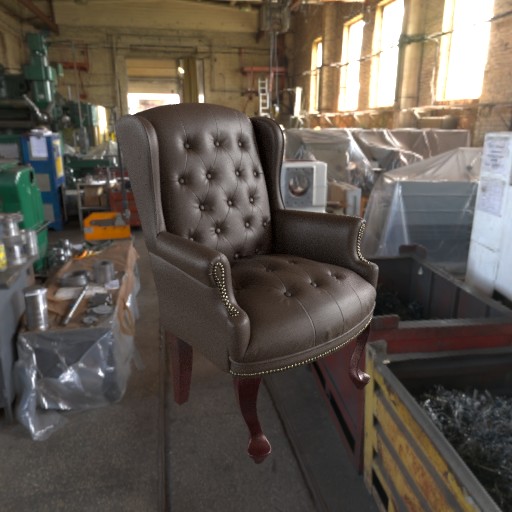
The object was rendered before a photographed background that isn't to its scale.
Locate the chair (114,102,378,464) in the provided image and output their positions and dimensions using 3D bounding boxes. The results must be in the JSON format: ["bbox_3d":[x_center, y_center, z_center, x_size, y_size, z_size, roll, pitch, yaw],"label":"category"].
[{"bbox_3d":[0.000,0.000,1.691,0.829,1.132,0.819,-15,22,-43],"label":"chair"}]
